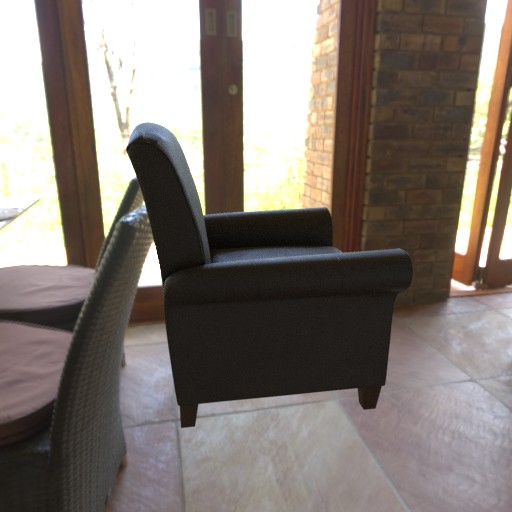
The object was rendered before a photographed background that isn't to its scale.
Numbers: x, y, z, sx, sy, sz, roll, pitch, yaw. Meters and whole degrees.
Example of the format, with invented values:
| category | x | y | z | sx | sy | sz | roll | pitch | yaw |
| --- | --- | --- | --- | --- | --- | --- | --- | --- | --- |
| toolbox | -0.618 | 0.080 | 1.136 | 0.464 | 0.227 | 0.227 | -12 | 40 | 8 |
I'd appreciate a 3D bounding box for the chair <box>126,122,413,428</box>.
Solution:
| category | x | y | z | sx | sy | sz | roll | pitch | yaw |
| --- | --- | --- | --- | --- | --- | --- | --- | --- | --- |
| chair | 0.000 | 0.000 | 1.839 | 0.902 | 1.061 | 0.978 | -3 | 16 | -9 |
